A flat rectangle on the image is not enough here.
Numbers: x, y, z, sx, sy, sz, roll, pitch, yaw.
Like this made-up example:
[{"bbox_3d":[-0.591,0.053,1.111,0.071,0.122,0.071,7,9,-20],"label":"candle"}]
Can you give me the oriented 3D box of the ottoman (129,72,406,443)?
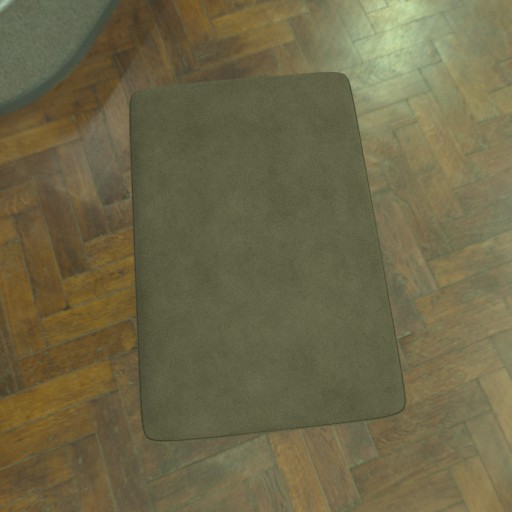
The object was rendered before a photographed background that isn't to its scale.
[{"bbox_3d":[0.000,0.000,1.197,0.584,0.483,0.864,-6,76,-1],"label":"ottoman"}]
